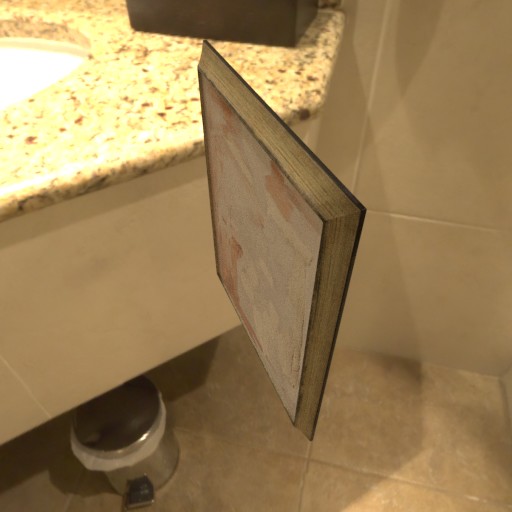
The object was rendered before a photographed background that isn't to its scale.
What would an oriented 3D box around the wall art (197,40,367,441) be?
[{"bbox_3d":[0.000,0.000,0.629,0.023,0.457,0.381,-17,48,-16],"label":"wall art"}]
